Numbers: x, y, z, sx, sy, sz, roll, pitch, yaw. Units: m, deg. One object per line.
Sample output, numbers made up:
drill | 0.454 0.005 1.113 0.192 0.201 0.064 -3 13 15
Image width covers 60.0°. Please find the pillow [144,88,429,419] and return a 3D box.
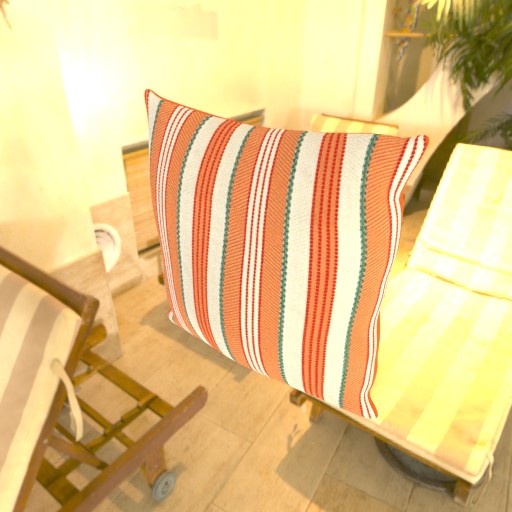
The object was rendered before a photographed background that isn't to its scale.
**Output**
pillow | 0.000 0.000 0.669 0.440 0.441 0.182 20 35 31
